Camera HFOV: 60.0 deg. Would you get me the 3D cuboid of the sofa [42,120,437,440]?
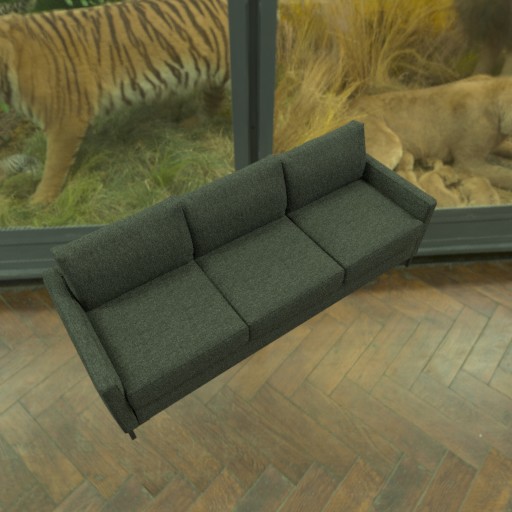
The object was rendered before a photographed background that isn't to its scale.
[{"bbox_3d":[0.000,0.000,2.707,2.253,0.879,0.876,-27,53,-23],"label":"sofa"}]
